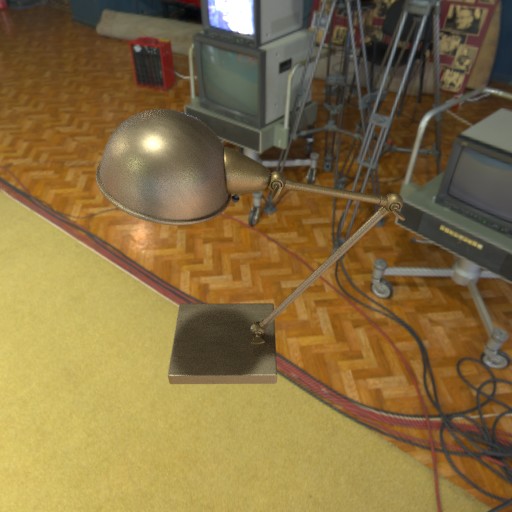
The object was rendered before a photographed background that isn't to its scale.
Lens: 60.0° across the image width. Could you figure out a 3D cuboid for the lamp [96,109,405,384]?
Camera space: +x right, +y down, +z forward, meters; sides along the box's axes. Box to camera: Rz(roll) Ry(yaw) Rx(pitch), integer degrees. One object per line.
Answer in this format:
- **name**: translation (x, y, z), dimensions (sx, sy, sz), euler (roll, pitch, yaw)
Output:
- **lamp**: translation (0.000, 0.000, 0.561), dimensions (0.339, 0.371, 0.149), euler (0, 41, 0)
